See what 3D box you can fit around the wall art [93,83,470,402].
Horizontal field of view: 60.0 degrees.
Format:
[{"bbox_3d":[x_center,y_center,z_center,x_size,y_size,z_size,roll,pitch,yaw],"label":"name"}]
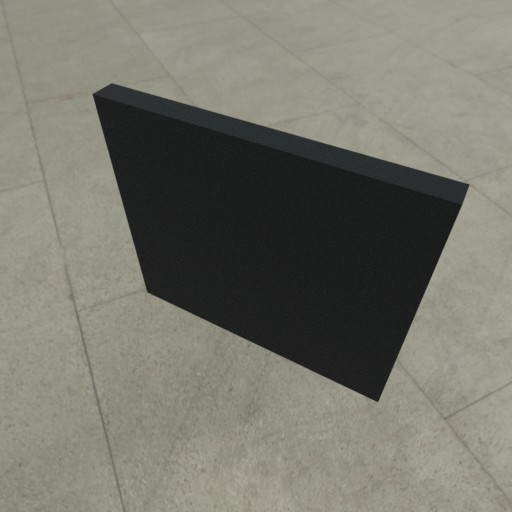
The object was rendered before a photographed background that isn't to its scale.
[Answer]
[{"bbox_3d":[0.000,0.000,0.533,0.381,0.330,0.031,22,50,20],"label":"wall art"}]
